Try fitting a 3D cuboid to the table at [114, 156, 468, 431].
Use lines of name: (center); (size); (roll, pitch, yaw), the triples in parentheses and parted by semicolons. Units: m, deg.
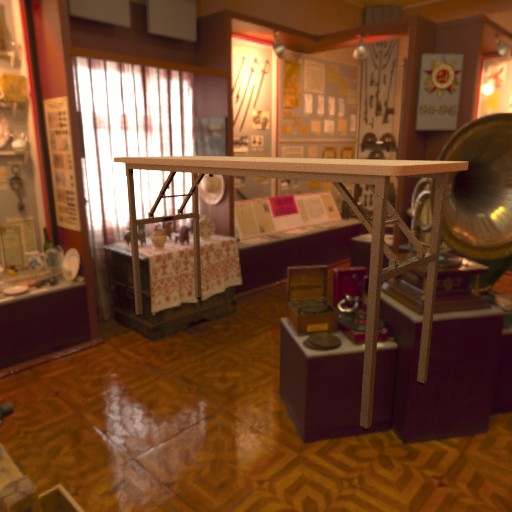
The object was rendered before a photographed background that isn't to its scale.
table: (0.000, 0.000, 1.751); (0.446, 0.750, 1.397); (-13, 19, -43)
